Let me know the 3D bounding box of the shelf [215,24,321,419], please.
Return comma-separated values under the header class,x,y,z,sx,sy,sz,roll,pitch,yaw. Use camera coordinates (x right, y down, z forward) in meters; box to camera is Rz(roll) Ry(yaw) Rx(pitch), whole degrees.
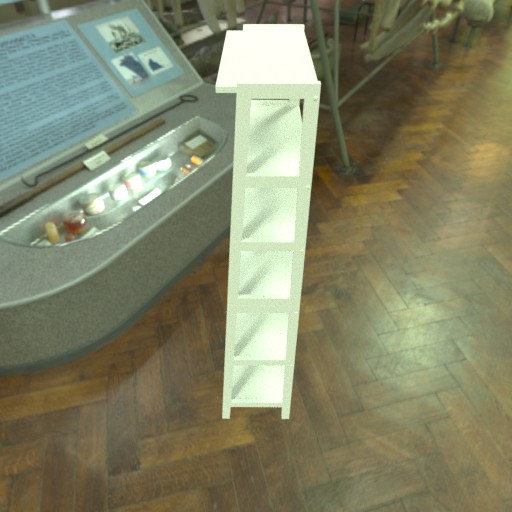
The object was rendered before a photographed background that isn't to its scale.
class,x,y,z,sx,sy,sz,roll,pitch,yaw
shelf,0.000,0.000,2.150,0.381,1.892,0.660,0,41,0
